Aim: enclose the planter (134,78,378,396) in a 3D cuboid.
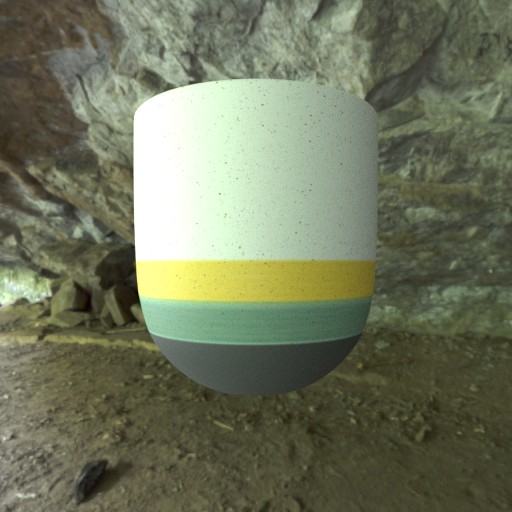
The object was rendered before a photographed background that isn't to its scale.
[{"bbox_3d":[0.000,0.000,0.365,0.195,0.214,0.195,0,-1,0],"label":"planter"}]
